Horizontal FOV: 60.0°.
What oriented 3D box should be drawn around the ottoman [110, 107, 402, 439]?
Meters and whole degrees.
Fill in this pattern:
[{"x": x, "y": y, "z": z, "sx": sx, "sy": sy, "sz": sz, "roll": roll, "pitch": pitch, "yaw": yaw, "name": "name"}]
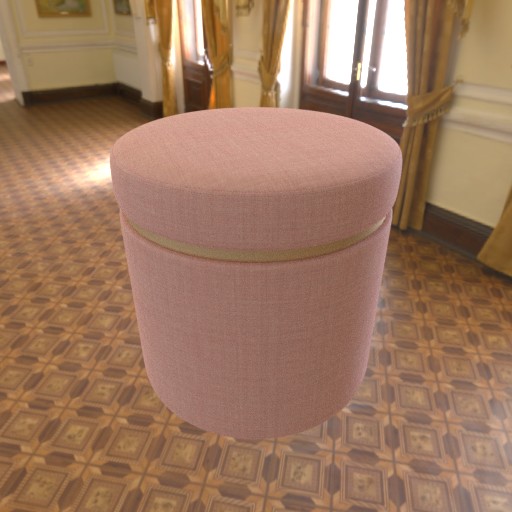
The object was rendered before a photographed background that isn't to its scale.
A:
[{"x": 0.000, "y": 0.000, "z": 0.715, "sx": 0.400, "sy": 0.406, "sz": 0.400, "roll": 0, "pitch": 30, "yaw": 0, "name": "ottoman"}]
